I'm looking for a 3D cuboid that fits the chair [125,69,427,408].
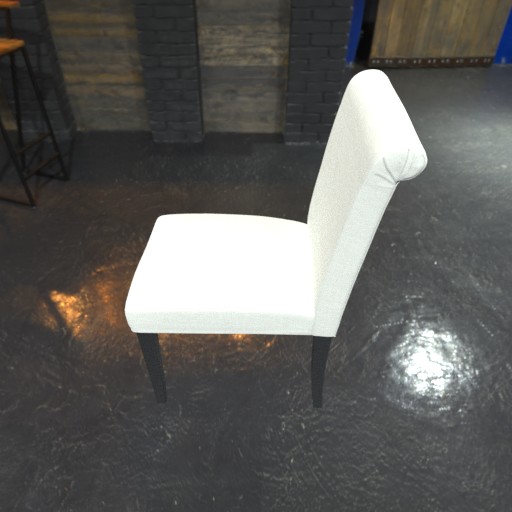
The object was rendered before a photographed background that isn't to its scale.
[{"bbox_3d":[0.000,0.000,1.353,0.708,0.976,0.452,2,41,2],"label":"chair"}]
